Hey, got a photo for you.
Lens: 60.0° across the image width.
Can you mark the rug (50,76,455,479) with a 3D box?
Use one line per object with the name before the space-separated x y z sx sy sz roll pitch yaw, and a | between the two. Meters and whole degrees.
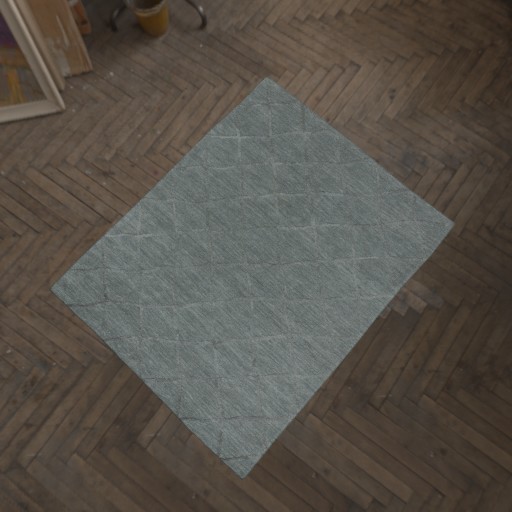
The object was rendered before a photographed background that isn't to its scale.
rug | 0.000 0.000 4.163 2.438 0.013 3.048 41 80 9
